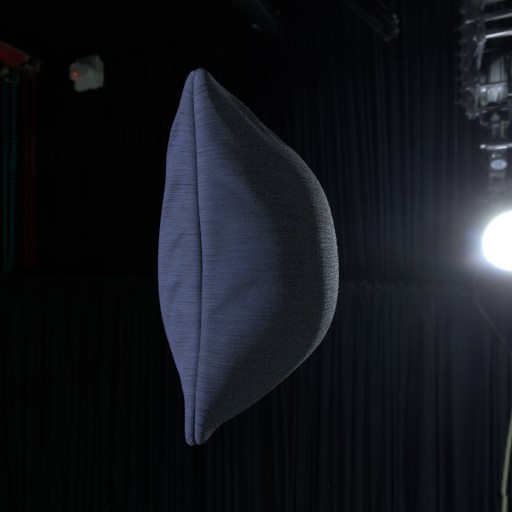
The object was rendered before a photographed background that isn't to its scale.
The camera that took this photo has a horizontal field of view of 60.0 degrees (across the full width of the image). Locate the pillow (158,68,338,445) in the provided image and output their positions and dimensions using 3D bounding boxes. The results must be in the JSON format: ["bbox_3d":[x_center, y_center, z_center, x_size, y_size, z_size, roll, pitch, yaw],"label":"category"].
[{"bbox_3d":[0.000,0.000,0.679,0.246,0.414,0.432,0,0,18],"label":"pillow"}]
